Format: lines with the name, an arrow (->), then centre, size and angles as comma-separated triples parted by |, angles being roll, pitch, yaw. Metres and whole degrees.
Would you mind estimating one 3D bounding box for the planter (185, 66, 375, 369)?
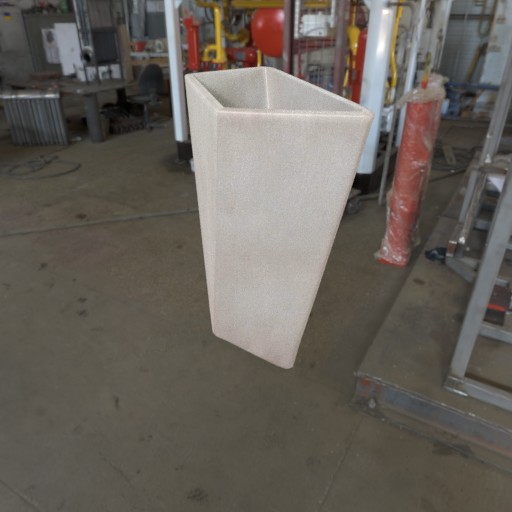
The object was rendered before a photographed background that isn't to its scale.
planter -> 0.000, 0.000, 0.272 | 0.060, 0.197, 0.150 | -7, 31, -13
